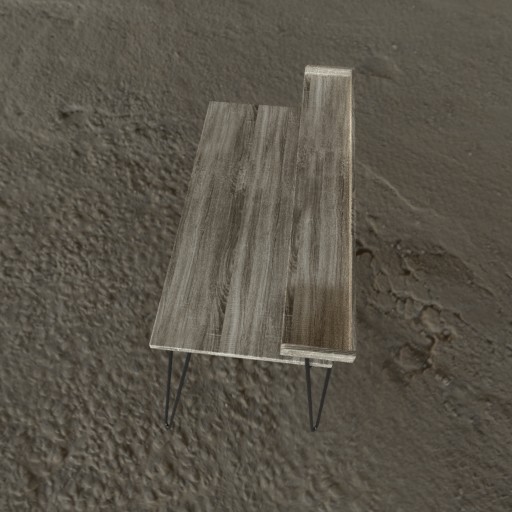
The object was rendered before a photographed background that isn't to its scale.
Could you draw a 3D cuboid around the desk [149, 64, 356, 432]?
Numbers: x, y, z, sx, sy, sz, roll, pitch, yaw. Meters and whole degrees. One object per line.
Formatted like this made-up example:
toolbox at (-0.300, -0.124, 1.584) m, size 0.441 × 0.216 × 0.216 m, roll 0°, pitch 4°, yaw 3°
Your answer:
desk at (0.000, 0.000, 1.650) m, size 0.605 × 0.899 × 1.135 m, roll 6°, pitch 59°, yaw 3°
